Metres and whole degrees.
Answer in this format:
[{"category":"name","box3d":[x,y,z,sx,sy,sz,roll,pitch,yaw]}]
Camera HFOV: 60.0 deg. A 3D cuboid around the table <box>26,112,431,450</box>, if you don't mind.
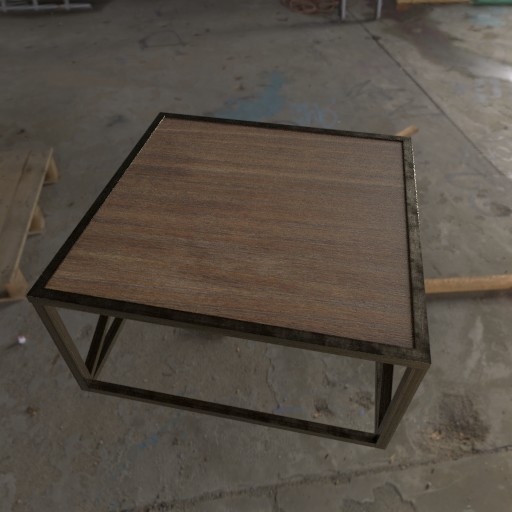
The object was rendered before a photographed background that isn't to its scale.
[{"category":"table","box3d":[0.000,0.000,1.433,0.909,0.451,0.899,8,46,8]}]
